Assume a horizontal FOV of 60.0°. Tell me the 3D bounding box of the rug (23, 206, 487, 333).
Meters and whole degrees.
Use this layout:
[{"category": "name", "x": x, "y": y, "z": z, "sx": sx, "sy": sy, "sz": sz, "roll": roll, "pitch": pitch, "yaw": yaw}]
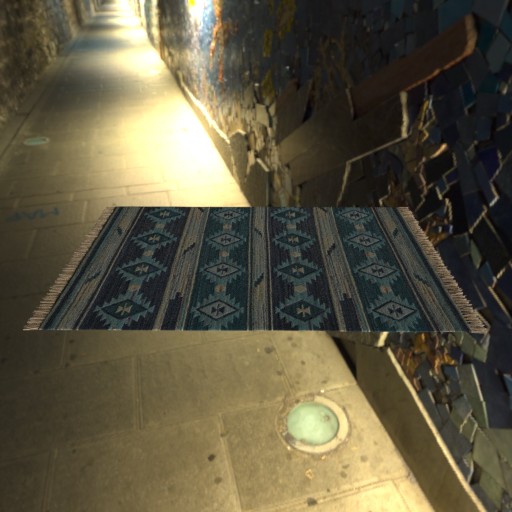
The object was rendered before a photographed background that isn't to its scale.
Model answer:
[{"category": "rug", "x": 0.000, "y": 0.000, "z": 2.325, "sx": 1.936, "sy": 0.028, "sz": 1.181, "roll": 0, "pitch": 32, "yaw": 0}]
